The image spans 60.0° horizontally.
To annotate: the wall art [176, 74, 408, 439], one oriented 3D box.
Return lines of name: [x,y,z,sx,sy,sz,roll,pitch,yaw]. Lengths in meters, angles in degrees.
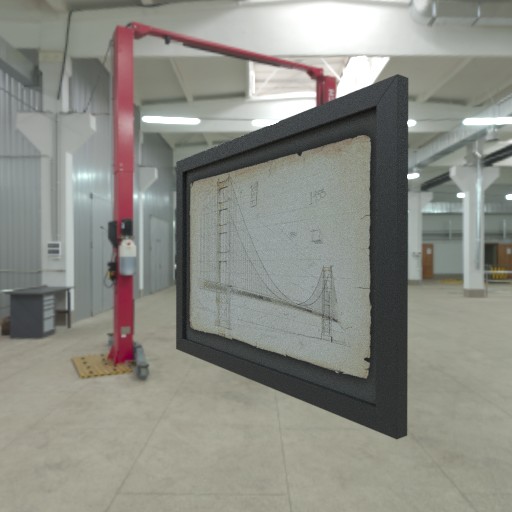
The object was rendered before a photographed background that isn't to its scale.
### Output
wall art: [0.000,0.000,0.552,0.016,0.306,0.432,0,0,-35]
